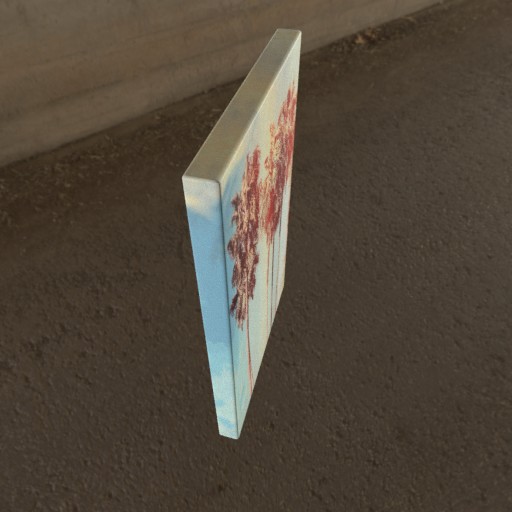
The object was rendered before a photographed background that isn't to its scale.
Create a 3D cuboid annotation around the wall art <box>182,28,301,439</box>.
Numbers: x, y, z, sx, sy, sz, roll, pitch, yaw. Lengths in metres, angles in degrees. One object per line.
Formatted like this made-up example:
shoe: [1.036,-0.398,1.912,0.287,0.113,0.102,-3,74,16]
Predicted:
wall art: [0.000,0.000,0.770,0.038,0.610,0.401,11,47,10]
